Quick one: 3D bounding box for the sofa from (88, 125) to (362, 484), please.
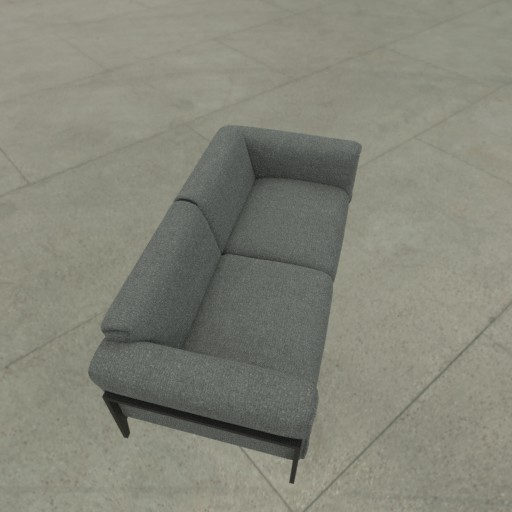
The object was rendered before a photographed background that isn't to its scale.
[{"bbox_3d":[0.000,0.000,2.606,0.985,0.703,2.125,11,47,10],"label":"sofa"}]
